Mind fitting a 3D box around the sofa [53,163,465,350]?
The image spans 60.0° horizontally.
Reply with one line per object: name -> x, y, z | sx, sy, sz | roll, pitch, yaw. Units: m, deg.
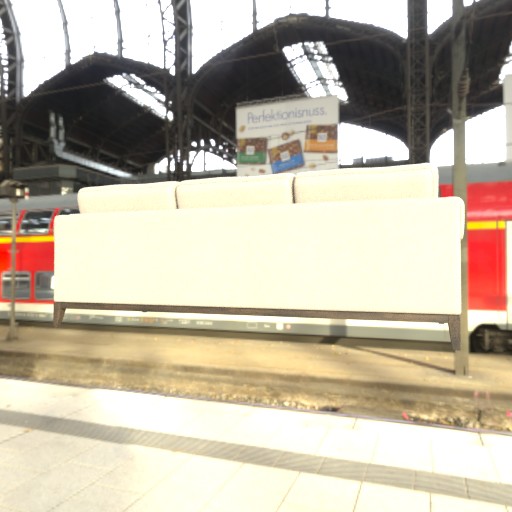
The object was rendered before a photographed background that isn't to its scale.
sofa -> 0.000, 0.000, 2.687 | 2.210, 0.838, 0.959 | 0, -1, 19
